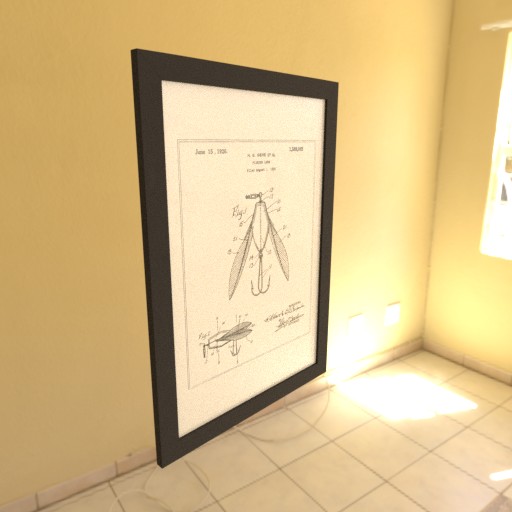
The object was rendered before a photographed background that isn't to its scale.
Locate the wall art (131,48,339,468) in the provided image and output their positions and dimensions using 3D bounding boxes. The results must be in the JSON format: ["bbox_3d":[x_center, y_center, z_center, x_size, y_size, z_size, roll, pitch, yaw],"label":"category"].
[{"bbox_3d":[0.000,0.000,0.680,0.013,0.534,0.380,14,19,43],"label":"wall art"}]
